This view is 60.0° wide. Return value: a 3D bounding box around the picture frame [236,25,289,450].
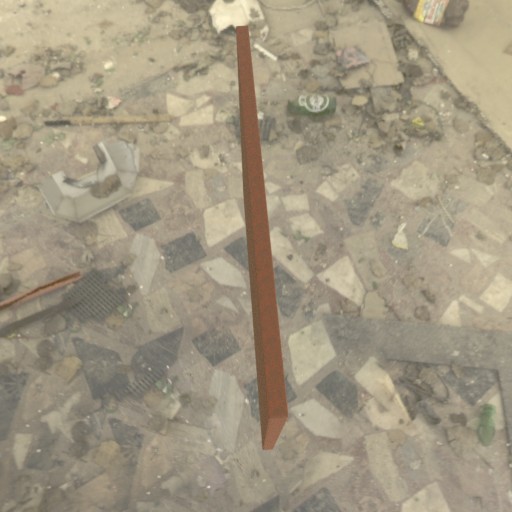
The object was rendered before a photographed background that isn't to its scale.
[{"bbox_3d":[0.000,0.000,1.731,0.045,1.018,1.329,-4,63,-2],"label":"picture frame"}]
